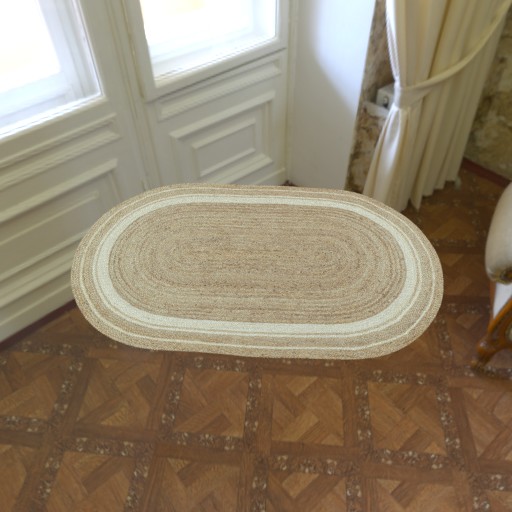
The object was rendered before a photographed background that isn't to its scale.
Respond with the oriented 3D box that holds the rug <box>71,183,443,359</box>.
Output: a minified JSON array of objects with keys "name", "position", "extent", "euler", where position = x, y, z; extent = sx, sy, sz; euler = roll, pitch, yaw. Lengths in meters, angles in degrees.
[{"name":"rug","position":[0.000,0.000,2.965],"extent":[2.432,0.006,1.520],"euler":[3,47,3]}]
